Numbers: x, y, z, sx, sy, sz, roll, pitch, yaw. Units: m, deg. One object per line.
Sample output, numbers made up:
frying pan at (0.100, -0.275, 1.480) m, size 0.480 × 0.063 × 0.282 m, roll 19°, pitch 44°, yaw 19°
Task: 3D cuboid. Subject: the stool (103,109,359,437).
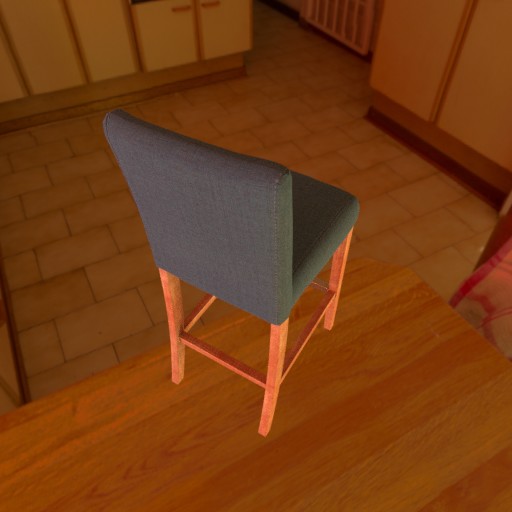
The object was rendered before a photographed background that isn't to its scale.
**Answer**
stool at (0.000, 0.000, 1.379) m, size 0.454 × 1.088 × 0.574 m, roll 23°, pitch 50°, yaw 21°
